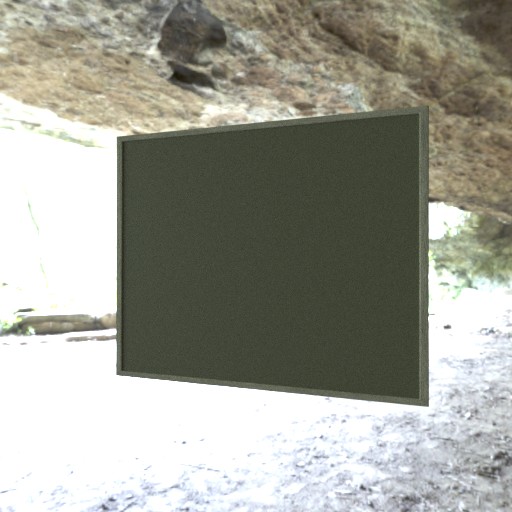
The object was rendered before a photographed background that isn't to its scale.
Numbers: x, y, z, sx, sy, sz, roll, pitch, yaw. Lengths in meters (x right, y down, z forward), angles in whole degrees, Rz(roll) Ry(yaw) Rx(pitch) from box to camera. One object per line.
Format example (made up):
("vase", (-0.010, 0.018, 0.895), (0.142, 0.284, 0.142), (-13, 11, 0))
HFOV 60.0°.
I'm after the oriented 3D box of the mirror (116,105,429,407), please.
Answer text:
("mirror", (0.000, 0.000, 1.153), (0.839, 0.689, 0.028), (0, 0, 18))
